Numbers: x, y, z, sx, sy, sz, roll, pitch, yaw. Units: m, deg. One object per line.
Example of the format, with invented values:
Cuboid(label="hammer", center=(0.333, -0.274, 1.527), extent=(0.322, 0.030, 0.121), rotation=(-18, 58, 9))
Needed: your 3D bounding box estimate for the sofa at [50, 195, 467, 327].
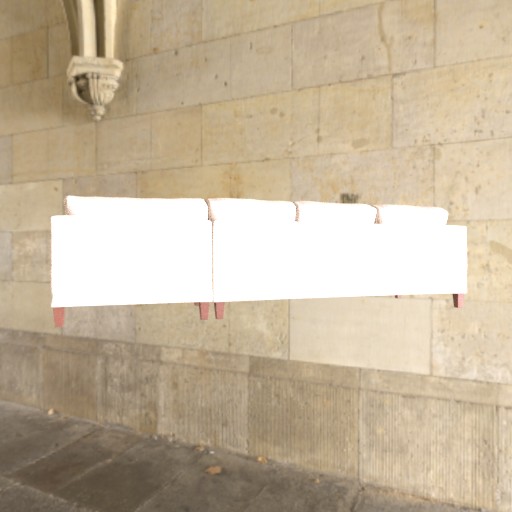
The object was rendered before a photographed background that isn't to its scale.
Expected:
Cuboid(label="sofa", center=(0.000, 0.000, 3.962), extent=(3.186, 0.861, 1.625), rotation=(0, 0, -18))
